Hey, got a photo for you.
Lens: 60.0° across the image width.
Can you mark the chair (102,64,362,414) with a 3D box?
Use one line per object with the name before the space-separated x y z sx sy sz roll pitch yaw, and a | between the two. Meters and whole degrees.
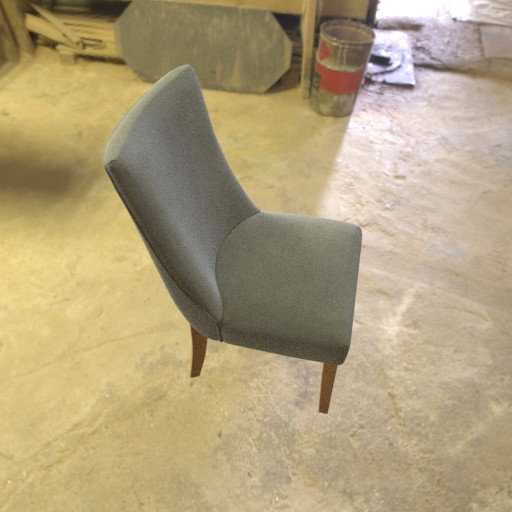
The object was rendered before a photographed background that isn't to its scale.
chair | 0.000 0.000 1.310 0.610 0.902 0.495 10 47 9
